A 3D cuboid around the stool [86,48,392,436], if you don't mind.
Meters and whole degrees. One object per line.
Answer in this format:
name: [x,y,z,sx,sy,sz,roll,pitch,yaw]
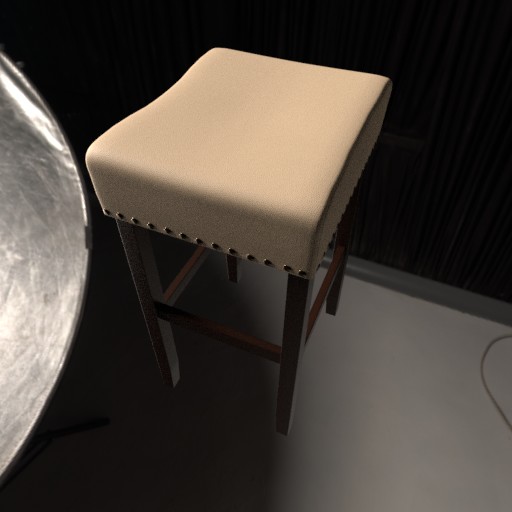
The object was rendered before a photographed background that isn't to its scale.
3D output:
stool: [0.000,0.000,1.051,0.401,0.762,0.471,17,49,16]
